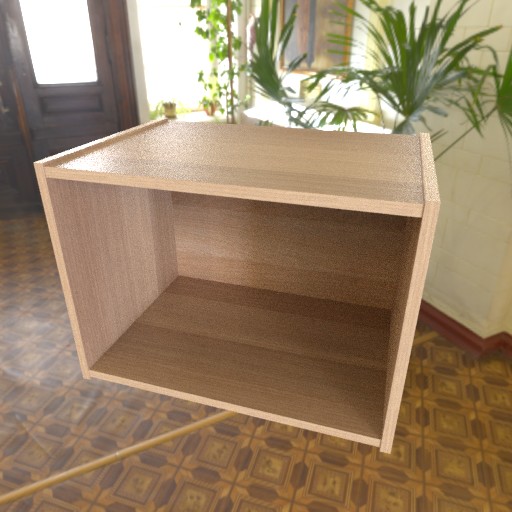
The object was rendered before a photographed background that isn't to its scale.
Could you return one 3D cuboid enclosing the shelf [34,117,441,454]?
[{"bbox_3d":[0.000,0.000,0.617,0.415,0.305,0.290,8,28,15],"label":"shelf"}]
